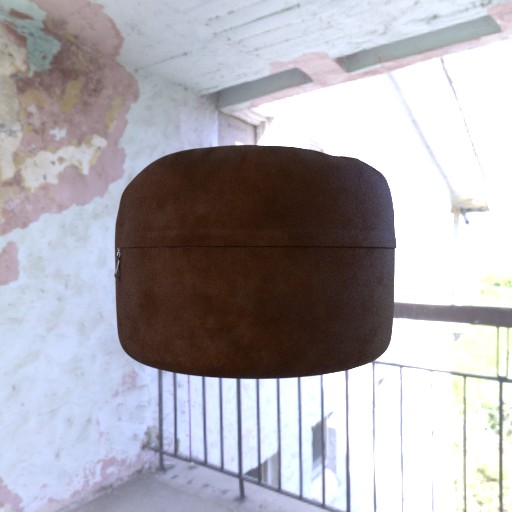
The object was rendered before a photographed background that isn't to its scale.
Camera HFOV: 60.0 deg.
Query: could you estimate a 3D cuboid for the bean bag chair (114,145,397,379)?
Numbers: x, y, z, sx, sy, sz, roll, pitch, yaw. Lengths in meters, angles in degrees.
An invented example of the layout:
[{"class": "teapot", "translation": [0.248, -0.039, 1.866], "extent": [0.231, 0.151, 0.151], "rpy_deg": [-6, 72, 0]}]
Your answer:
[{"class": "bean bag chair", "translation": [0.000, 0.000, 1.507], "extent": [0.918, 0.616, 0.918], "rpy_deg": [0, 0, 0]}]
